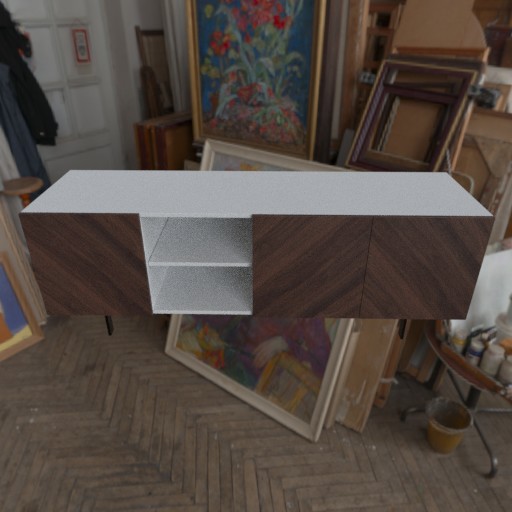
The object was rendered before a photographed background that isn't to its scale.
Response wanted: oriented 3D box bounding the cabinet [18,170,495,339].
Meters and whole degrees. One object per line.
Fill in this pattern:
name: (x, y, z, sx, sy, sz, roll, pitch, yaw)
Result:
cabinet: (0.000, 0.000, 1.710, 1.499, 0.533, 0.431, 1, 30, 1)
